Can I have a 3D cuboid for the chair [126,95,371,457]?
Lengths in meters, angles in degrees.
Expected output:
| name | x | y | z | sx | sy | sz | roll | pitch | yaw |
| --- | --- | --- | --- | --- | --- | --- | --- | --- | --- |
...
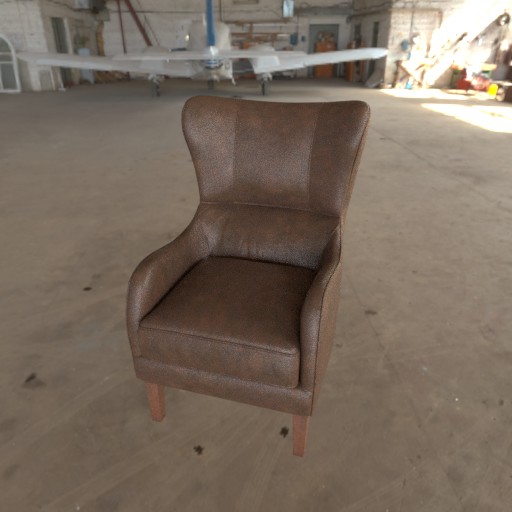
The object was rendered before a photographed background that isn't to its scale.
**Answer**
| name | x | y | z | sx | sy | sz | roll | pitch | yaw |
| --- | --- | --- | --- | --- | --- | --- | --- | --- | --- |
| chair | 0.000 | 0.000 | 1.630 | 0.692 | 1.048 | 0.914 | 7 | 27 | 15 |
